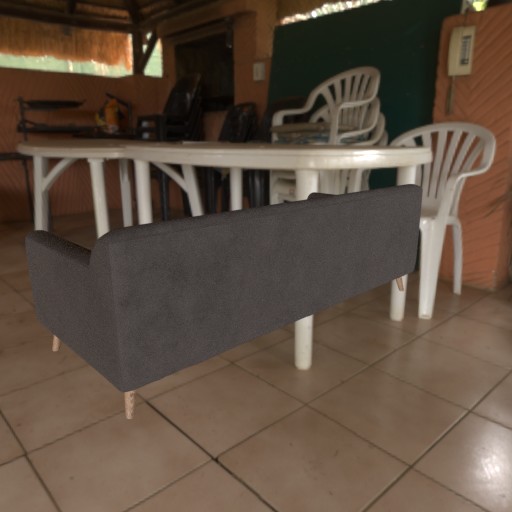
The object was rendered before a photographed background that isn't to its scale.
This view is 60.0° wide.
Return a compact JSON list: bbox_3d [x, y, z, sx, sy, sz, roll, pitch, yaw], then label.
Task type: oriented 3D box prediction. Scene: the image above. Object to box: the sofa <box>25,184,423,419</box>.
[{"bbox_3d":[0.000,0.000,2.563,2.190,0.740,0.900,-14,21,-42],"label":"sofa"}]
